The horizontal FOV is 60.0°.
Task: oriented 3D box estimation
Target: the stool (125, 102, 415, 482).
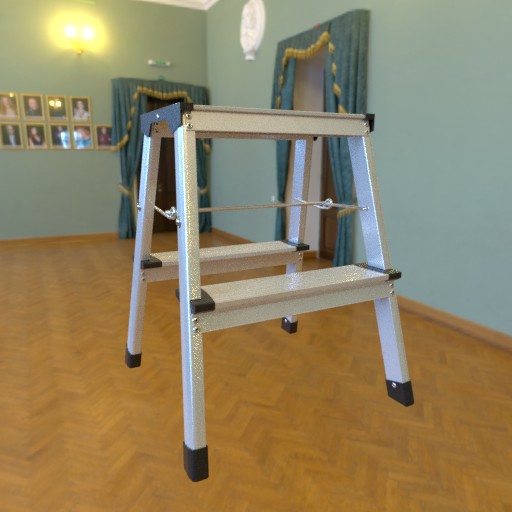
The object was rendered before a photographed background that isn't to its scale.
[{"bbox_3d":[0.000,0.000,0.784,0.404,0.480,0.405,-7,14,-28],"label":"stool"}]
